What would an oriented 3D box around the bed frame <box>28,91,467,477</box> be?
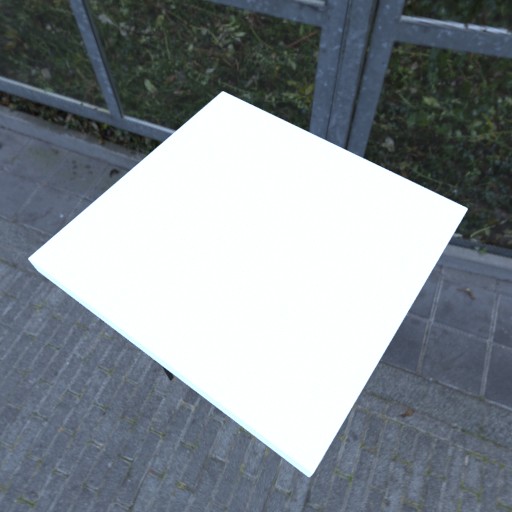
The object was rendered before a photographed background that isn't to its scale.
[{"bbox_3d":[0.000,0.000,3.031,2.032,0.559,1.930,31,63,18],"label":"bed frame"}]
